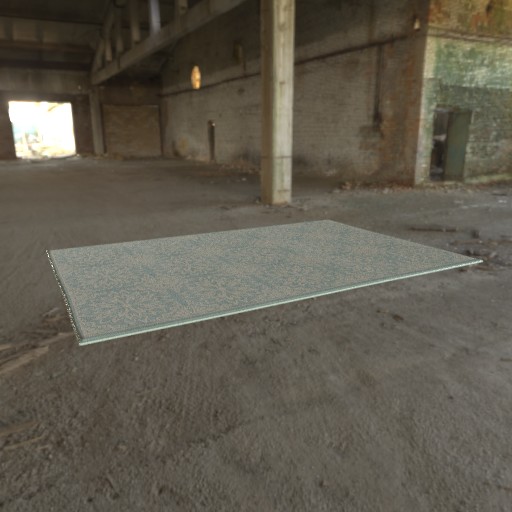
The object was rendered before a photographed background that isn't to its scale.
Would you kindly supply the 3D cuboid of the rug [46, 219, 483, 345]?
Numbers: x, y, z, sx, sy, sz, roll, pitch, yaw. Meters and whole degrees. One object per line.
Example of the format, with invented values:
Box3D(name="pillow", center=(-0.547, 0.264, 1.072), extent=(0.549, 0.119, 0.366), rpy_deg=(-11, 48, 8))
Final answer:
Box3D(name="rug", center=(0.000, 0.000, 2.230), extent=(1.840, 0.012, 1.219), rpy_deg=(-8, 17, -28))
